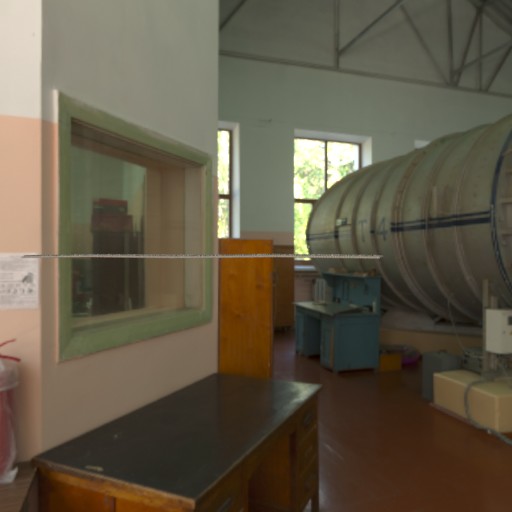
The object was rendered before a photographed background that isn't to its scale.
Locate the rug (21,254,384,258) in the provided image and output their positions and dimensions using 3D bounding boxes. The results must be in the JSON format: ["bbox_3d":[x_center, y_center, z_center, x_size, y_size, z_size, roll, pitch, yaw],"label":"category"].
[{"bbox_3d":[0.000,0.000,3.924,2.158,0.024,3.063,0,0,16],"label":"rug"}]
